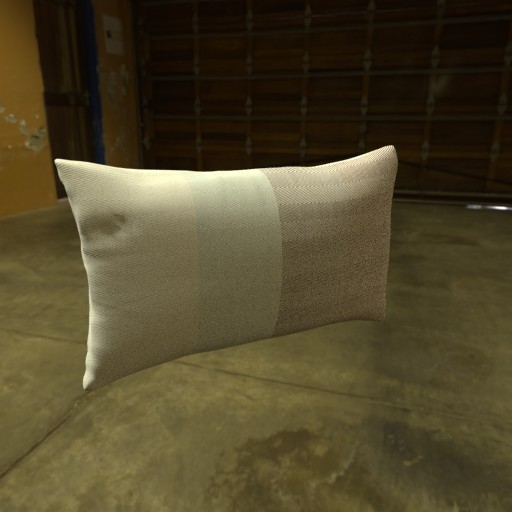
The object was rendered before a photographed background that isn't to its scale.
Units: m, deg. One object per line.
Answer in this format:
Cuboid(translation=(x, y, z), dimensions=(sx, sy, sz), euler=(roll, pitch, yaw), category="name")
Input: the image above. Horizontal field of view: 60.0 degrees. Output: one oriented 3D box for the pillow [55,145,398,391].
Cuboid(translation=(0.000, 0.000, 0.647), dimensions=(0.506, 0.305, 0.139), euler=(-8, 18, -25), category="pillow")
